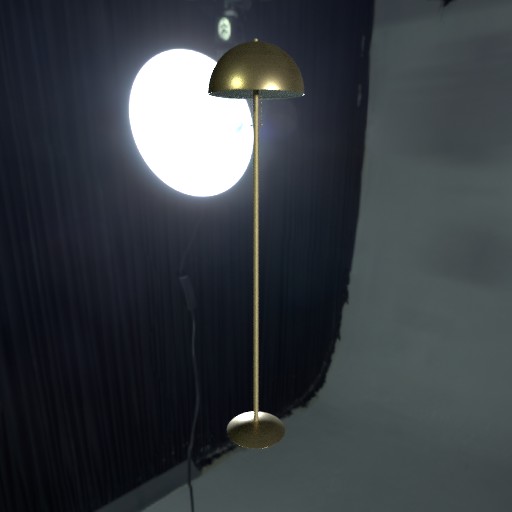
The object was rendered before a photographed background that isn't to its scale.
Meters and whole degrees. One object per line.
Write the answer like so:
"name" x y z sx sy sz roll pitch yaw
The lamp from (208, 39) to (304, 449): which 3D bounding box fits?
"lamp" 0.000 0.000 1.650 0.328 1.480 0.328 13 19 41
